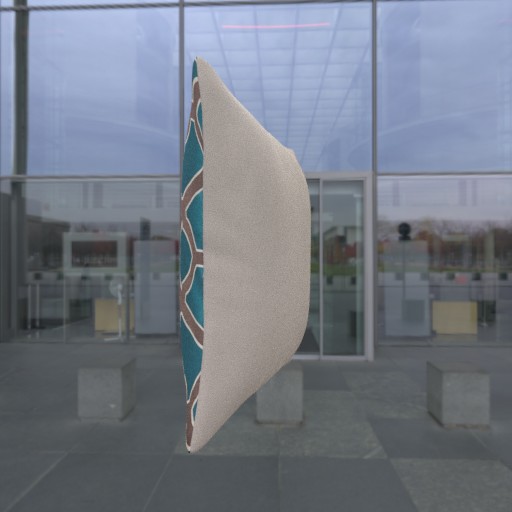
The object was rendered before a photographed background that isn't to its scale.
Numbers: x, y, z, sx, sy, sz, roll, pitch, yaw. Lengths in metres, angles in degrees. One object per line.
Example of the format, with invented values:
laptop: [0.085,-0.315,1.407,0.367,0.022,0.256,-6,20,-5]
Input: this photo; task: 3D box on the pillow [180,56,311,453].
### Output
pillow: [0.000,0.000,0.812,0.166,0.507,0.526,0,0,18]
